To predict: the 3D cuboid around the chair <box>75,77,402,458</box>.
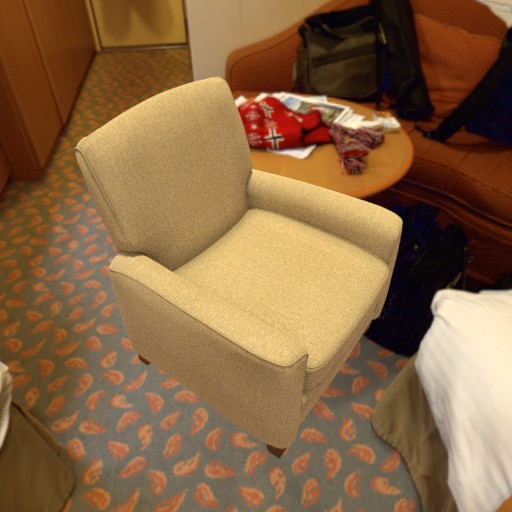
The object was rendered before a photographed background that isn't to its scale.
[{"bbox_3d":[0.000,0.000,1.628,0.864,1.014,0.848,26,48,26],"label":"chair"}]
